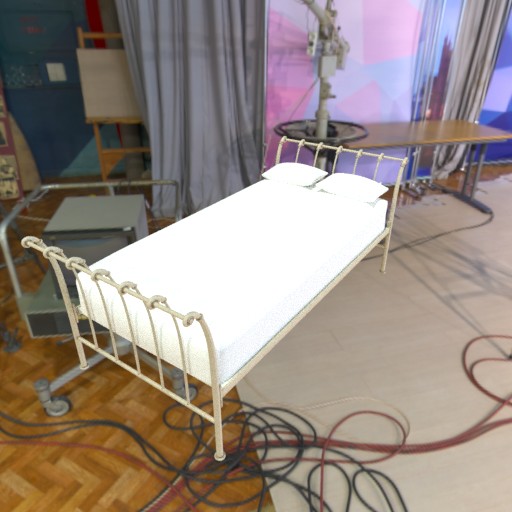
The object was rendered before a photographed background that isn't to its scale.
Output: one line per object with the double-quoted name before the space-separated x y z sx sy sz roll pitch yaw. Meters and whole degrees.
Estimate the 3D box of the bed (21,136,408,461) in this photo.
"bed" 0.000 0.000 2.723 1.032 0.873 2.228 19 35 30
